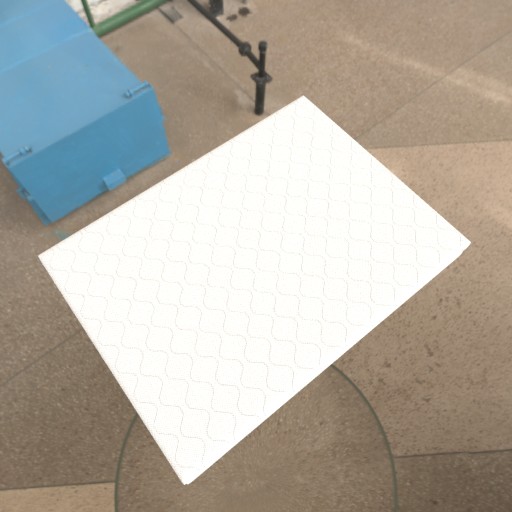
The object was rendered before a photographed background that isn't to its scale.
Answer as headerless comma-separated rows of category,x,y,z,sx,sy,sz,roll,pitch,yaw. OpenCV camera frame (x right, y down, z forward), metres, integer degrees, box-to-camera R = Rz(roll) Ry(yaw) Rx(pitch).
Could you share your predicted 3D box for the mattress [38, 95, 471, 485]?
mattress,0.000,0.000,2.475,1.900,0.200,1.400,-35,69,-16
